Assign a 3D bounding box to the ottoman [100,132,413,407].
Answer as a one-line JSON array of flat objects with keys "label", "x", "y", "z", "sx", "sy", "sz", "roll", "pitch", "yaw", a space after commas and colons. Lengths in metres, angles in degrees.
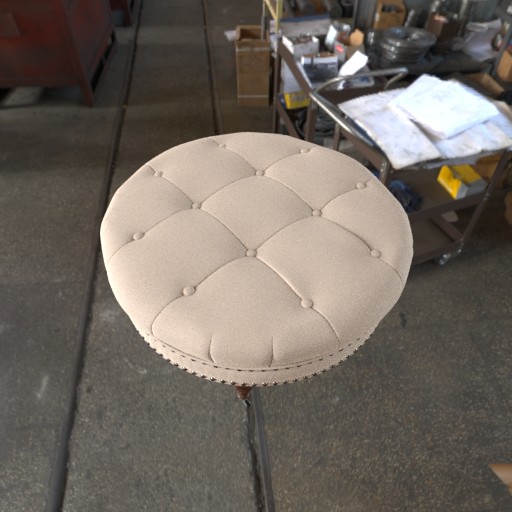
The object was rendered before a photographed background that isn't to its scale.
[{"label": "ottoman", "x": 0.000, "y": 0.000, "z": 1.403, "sx": 0.901, "sy": 0.439, "sz": 0.901, "roll": 0, "pitch": 47, "yaw": 0}]
